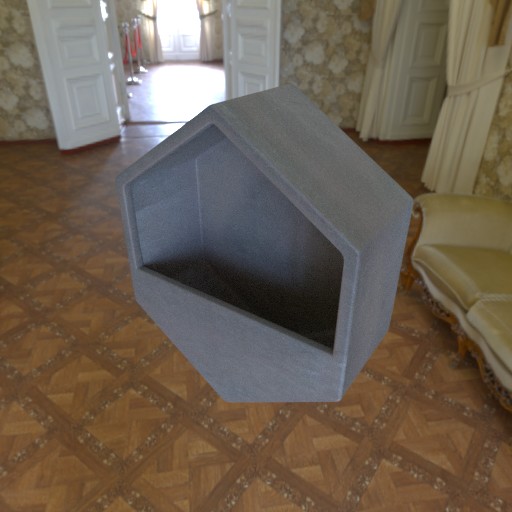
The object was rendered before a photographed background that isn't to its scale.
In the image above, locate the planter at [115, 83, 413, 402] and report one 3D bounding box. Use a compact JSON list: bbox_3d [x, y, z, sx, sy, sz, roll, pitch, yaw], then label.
[{"bbox_3d":[0.000,0.000,0.294,0.169,0.206,0.077,20,36,30],"label":"planter"}]
